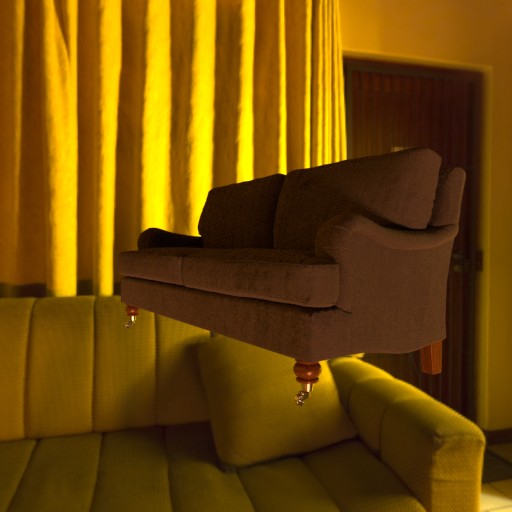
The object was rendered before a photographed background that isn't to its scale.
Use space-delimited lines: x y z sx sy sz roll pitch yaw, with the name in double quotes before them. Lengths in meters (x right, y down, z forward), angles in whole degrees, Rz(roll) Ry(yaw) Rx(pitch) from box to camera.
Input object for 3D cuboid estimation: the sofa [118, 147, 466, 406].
"sofa" 0.000 0.000 2.741 1.086 1.087 2.165 -1 2 -35
